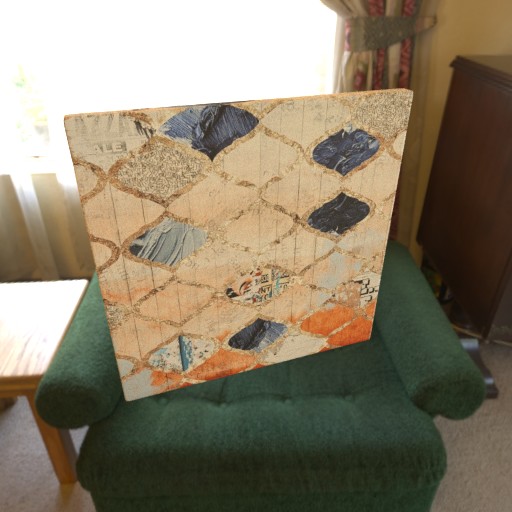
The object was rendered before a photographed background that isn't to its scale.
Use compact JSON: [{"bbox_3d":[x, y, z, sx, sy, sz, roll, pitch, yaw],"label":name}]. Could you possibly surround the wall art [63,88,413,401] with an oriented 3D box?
[{"bbox_3d":[0.000,0.000,1.352,0.912,0.914,0.039,-10,33,-16],"label":"wall art"}]
